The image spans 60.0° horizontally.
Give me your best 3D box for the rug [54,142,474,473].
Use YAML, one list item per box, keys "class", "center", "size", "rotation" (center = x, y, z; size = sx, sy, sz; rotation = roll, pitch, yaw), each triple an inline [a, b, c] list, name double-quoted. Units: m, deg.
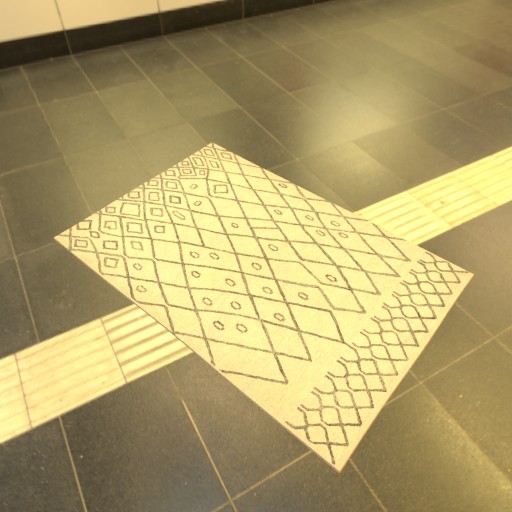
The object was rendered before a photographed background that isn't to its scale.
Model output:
- class: "rug"
  center: [0.000, 0.000, 2.298]
  size: [1.828, 0.015, 1.222]
  rotation: [32, 55, 26]
